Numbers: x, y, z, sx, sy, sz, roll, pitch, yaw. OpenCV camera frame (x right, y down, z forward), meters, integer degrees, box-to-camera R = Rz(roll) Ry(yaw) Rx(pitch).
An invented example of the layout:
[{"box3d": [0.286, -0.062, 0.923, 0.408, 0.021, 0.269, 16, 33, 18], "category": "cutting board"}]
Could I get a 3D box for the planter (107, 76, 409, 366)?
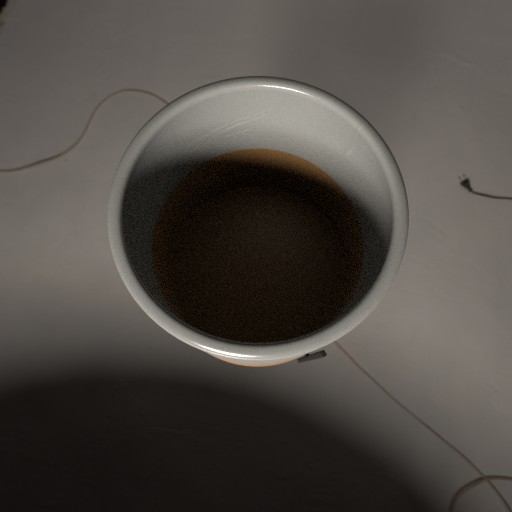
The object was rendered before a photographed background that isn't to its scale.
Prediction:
[{"box3d": [0.000, 0.000, 0.647, 0.310, 0.432, 0.310, 15, 76, 4], "category": "planter"}]
